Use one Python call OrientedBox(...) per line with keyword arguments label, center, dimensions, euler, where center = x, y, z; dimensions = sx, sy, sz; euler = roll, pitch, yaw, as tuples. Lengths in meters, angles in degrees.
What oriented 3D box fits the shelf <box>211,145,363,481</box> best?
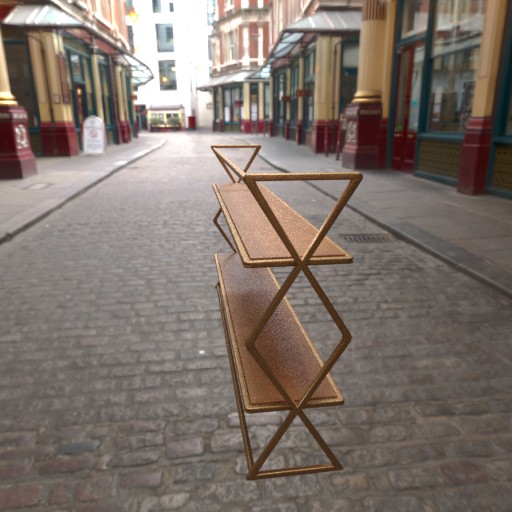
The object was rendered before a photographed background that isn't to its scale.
OrientedBox(label="shelf", center=(0.000, 0.000, 0.994), dimensions=(0.150, 0.450, 0.822), euler=(-2, 17, -8))
